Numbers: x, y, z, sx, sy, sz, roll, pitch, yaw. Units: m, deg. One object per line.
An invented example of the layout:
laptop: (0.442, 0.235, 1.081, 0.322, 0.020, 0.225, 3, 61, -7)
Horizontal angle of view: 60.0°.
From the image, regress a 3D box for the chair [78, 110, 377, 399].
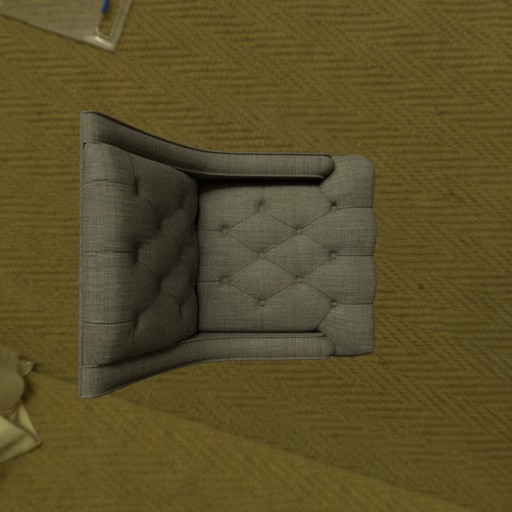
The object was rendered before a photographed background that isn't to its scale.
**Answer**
chair: (0.000, 0.000, 1.394, 0.771, 0.891, 0.655, 0, 89, 0)
